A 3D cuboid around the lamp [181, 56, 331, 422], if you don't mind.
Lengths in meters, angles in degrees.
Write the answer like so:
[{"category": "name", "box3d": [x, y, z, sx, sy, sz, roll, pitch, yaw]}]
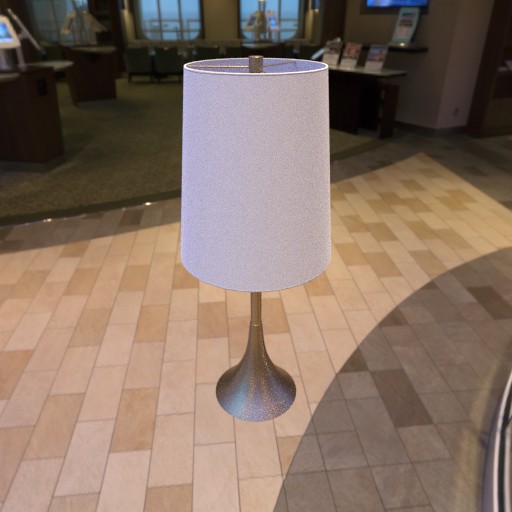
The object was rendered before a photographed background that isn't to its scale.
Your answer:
[{"category": "lamp", "box3d": [0.000, 0.000, 0.691, 0.231, 0.569, 0.231, 0, 29, 0]}]
